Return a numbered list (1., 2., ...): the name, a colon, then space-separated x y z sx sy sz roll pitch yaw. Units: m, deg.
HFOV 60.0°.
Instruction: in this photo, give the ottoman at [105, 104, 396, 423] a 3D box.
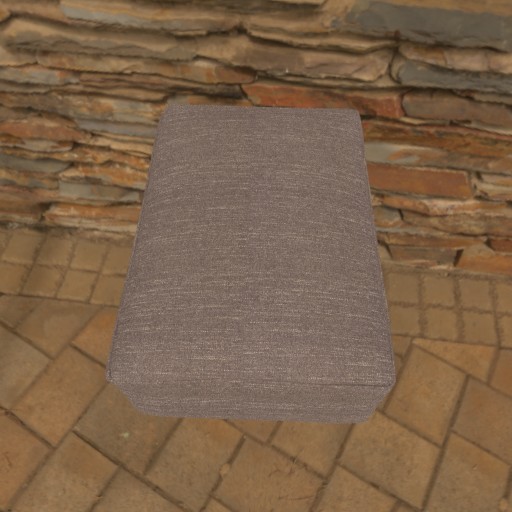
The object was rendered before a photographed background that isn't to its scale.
1. ottoman: 0.000 0.000 0.997 0.508 0.406 0.686 2 57 1
